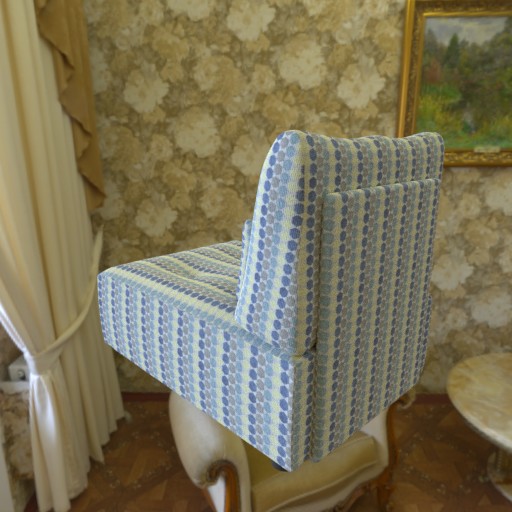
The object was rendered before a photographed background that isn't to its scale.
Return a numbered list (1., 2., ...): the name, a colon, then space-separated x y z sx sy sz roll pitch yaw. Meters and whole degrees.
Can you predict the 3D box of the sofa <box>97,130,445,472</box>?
1. sofa: 0.000 0.000 1.518 0.700 0.820 1.000 -14 21 -42
